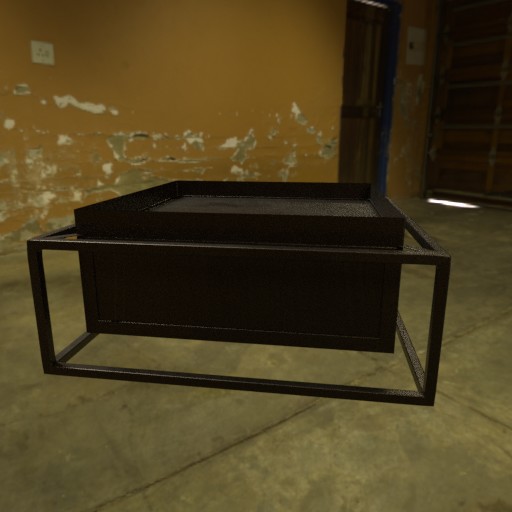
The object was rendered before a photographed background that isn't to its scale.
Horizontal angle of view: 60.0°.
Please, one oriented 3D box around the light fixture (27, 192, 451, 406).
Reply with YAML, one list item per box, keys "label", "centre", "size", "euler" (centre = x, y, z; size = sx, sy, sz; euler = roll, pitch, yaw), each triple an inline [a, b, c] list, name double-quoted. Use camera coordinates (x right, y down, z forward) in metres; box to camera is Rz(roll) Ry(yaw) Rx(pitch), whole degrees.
- label: "light fixture"
  centre: [0.000, 0.000, 0.678]
  size: [0.441, 0.191, 0.441]
  euler: [2, 15, 8]
